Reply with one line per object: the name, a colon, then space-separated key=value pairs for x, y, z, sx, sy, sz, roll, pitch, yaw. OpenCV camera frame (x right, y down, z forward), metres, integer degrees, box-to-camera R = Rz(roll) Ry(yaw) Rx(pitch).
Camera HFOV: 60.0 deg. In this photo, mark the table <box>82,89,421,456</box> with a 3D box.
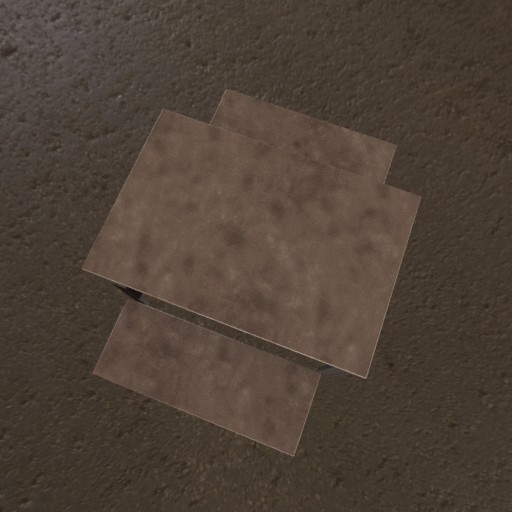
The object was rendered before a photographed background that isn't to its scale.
table: x=0.000 y=0.000 z=2.019 sx=1.100 sy=0.700 sz=1.443 roll=20 pitch=75 yaw=6
